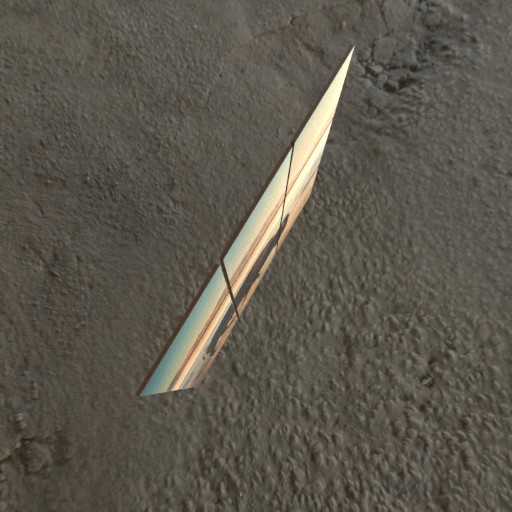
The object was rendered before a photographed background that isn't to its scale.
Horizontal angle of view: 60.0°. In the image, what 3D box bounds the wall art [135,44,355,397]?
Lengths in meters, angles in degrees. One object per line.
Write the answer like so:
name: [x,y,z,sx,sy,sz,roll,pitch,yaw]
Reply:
wall art: [0.000,0.000,1.850,0.019,1.218,1.221,29,77,7]
